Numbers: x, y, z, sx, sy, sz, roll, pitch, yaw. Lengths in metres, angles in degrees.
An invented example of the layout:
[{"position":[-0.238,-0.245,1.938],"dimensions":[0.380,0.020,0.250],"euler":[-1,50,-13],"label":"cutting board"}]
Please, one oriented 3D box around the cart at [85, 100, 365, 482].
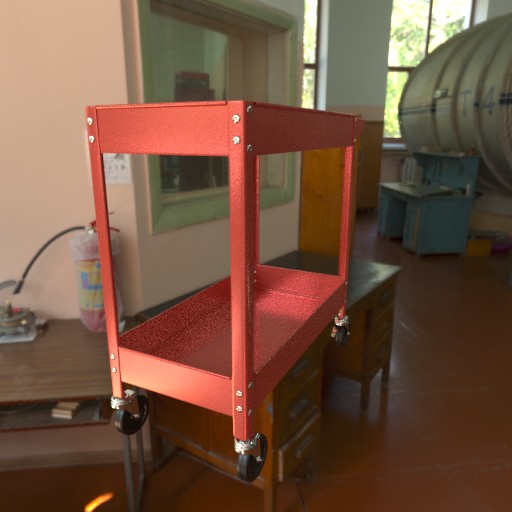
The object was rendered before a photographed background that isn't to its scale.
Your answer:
[{"position":[0.000,0.000,1.163],"dimensions":[0.366,0.719,0.779],"euler":[8,17,26],"label":"cart"}]
